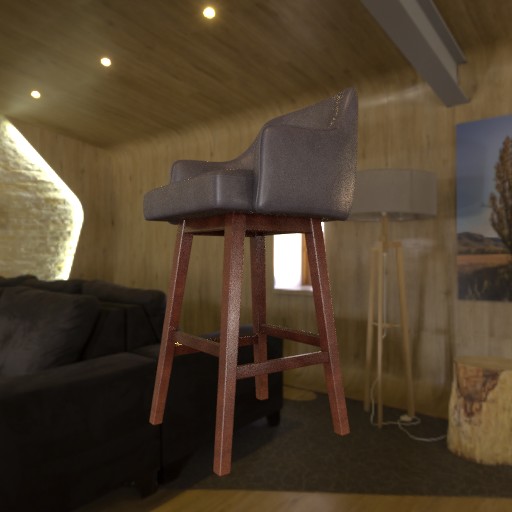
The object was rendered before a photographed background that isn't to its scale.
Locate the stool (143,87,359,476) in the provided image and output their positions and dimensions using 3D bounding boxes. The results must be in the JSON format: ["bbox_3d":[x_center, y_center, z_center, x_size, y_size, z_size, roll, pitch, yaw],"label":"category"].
[{"bbox_3d":[0.000,0.000,1.358,0.560,1.041,0.550,0,0,-36],"label":"stool"}]
